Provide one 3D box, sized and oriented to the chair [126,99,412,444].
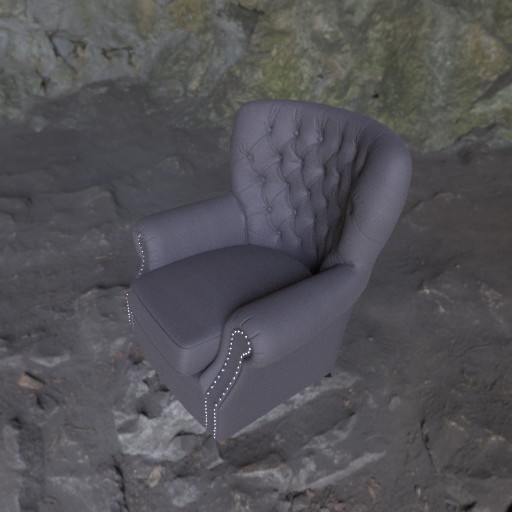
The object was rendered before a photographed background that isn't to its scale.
[{"bbox_3d":[0.000,0.000,1.803,0.983,1.046,0.983,-21,37,-30],"label":"chair"}]
